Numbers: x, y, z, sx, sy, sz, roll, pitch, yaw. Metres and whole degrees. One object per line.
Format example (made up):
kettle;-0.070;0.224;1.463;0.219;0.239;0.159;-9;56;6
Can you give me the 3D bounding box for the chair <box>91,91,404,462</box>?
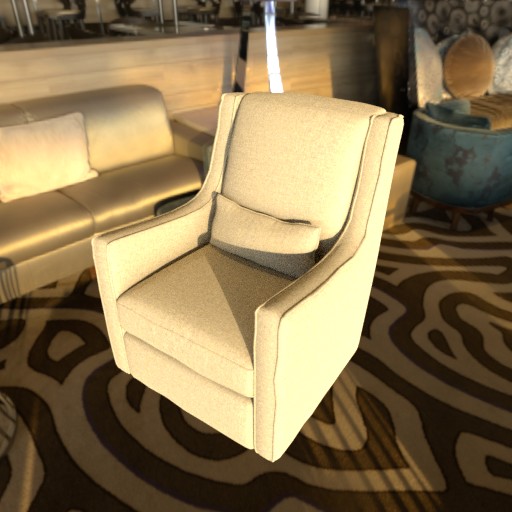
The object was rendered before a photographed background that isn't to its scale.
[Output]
chair;0.000;0.000;1.594;0.732;0.993;0.879;20;36;29
